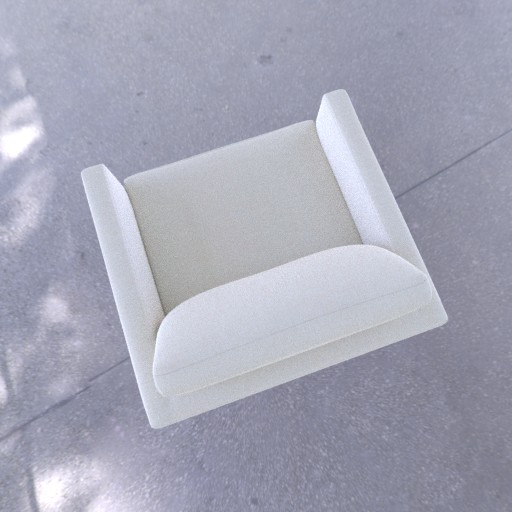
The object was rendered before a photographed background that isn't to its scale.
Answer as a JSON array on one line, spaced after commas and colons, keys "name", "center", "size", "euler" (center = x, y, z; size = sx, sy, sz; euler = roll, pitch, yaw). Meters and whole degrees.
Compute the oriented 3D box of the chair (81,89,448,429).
[{"name": "chair", "center": [0.000, 0.000, 1.598], "size": [0.964, 0.806, 0.875], "euler": [-19, 77, -5]}]
